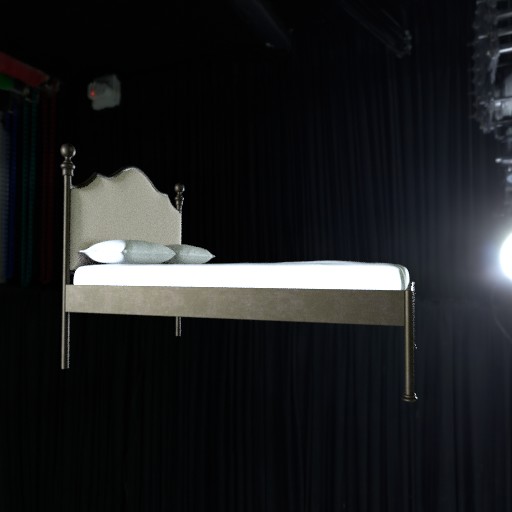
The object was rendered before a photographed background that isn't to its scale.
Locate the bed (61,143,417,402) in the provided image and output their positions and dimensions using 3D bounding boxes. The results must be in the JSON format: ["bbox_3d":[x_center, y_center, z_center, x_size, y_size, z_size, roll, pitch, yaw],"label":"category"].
[{"bbox_3d":[0.000,0.000,3.197,2.170,1.462,1.533,-1,-2,20],"label":"bed"}]
